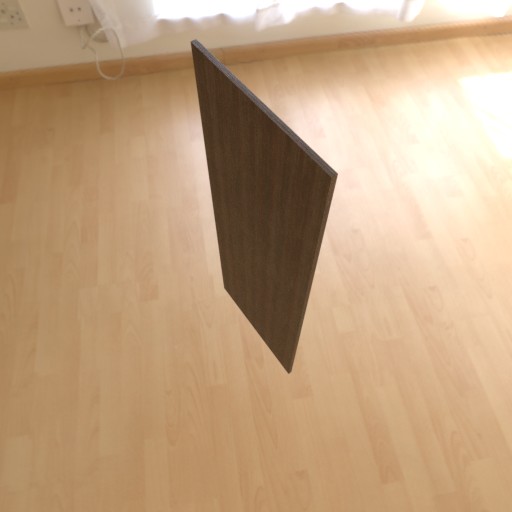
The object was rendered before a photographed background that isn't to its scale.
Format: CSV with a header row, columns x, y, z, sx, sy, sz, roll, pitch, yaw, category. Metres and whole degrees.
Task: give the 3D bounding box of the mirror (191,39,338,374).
x,y,z,sx,sy,sz,roll,pitch,yaw,category
0.000,0.000,2.359,0.025,2.032,0.812,-31,64,-17,mirror
